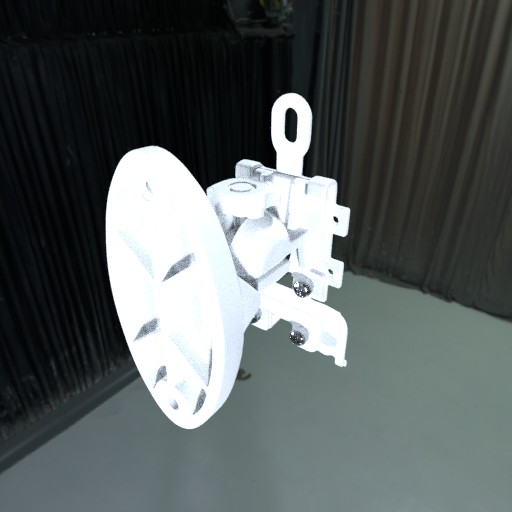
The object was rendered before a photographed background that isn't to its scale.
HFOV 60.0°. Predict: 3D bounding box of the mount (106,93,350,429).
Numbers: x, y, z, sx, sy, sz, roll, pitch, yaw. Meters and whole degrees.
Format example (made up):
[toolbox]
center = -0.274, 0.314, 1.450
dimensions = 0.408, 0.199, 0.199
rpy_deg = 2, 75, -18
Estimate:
[mount]
center = 0.000, 0.000, 0.177
dimensions = 0.066, 0.118, 0.100
rpy_deg = 20, 35, 32
